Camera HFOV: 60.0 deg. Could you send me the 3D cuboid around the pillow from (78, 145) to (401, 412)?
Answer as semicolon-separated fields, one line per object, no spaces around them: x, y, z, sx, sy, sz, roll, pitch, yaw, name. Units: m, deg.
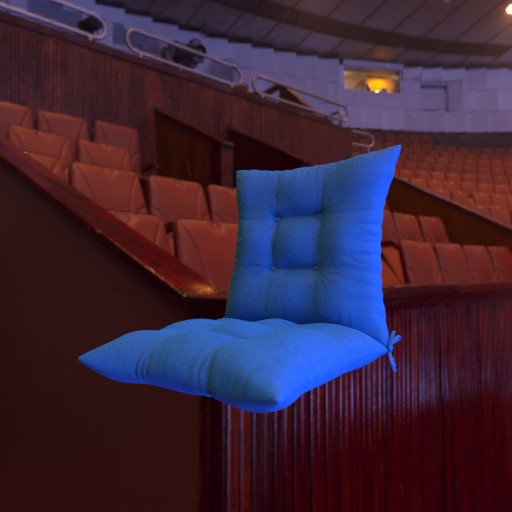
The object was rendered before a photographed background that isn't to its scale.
0.000;0.000;1.009;0.541;0.536;0.585;-1;-1;36;pillow
